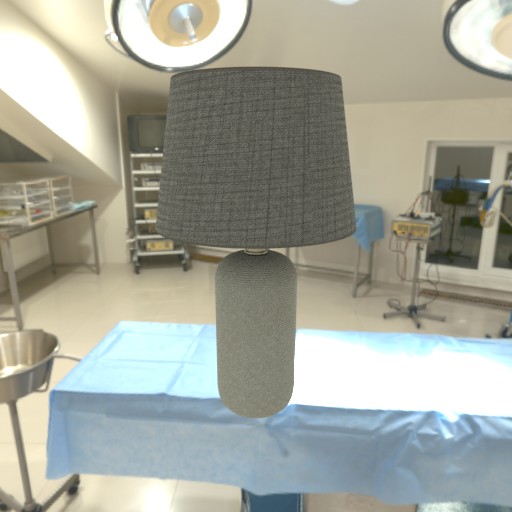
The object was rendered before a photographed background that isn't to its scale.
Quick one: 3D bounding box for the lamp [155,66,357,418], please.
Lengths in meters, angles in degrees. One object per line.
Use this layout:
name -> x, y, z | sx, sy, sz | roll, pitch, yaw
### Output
lamp -> 0.000, 0.000, 0.577 | 0.251, 0.429, 0.251 | 0, 15, 0
